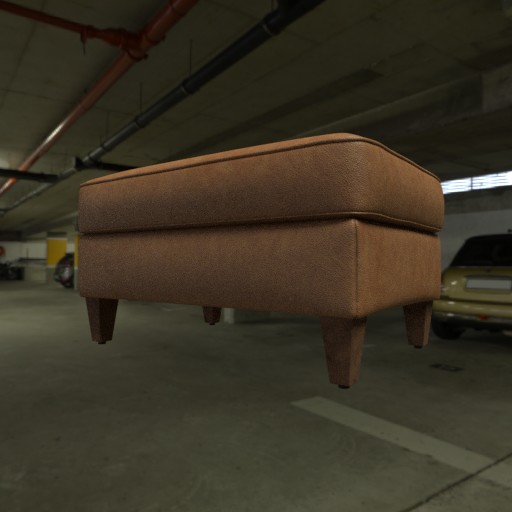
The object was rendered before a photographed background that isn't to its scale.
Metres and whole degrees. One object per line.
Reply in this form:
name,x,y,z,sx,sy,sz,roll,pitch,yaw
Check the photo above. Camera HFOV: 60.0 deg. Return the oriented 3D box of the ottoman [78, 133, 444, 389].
ottoman,0.000,0.000,1.195,0.864,0.483,0.584,-1,-1,36
